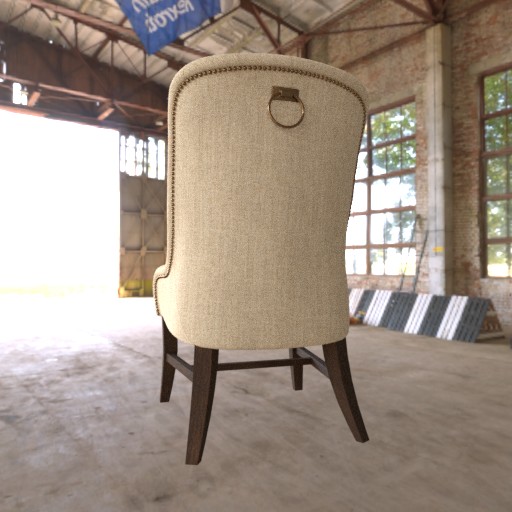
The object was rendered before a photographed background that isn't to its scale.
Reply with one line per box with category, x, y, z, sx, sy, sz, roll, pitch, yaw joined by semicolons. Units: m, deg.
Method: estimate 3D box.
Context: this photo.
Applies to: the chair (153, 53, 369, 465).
chair;0.000;0.000;1.479;0.634;1.091;0.629;0;-1;-17
